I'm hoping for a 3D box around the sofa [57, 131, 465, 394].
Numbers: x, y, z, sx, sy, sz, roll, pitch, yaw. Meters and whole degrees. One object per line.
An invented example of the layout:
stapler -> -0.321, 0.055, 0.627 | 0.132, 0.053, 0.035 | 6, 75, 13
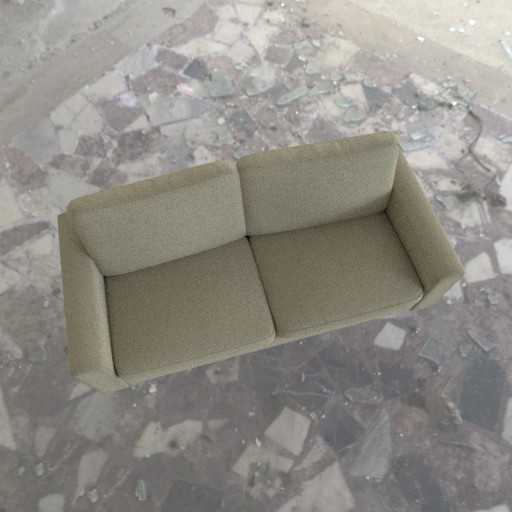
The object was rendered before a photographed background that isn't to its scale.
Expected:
sofa -> 0.000, 0.000, 2.641 | 2.179, 0.873, 1.016 | -14, 64, -7
